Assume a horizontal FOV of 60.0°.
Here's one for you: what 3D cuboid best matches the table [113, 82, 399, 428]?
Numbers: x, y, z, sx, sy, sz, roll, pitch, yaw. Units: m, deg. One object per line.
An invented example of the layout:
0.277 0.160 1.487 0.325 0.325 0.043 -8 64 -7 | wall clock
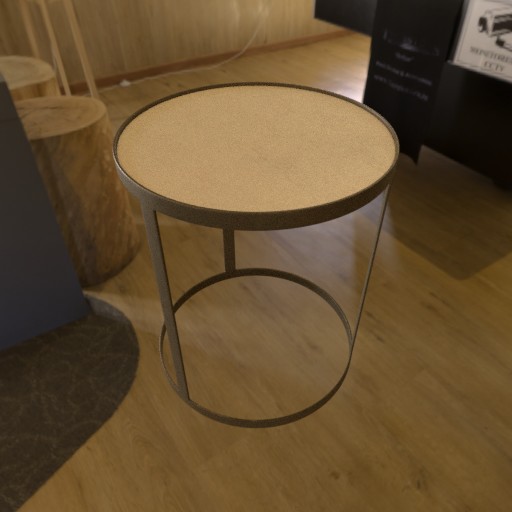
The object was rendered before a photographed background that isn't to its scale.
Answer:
0.000 0.000 0.948 0.480 0.565 0.480 0 41 0 | table
